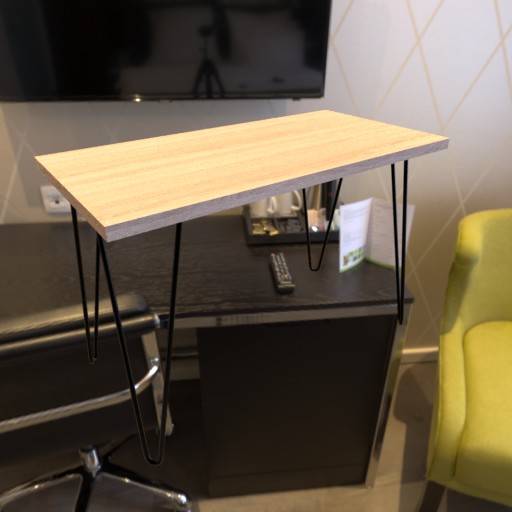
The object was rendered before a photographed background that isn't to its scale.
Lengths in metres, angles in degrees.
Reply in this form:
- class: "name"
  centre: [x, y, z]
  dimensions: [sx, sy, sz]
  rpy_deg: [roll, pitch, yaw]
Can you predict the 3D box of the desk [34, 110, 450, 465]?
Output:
- class: "desk"
  centre: [0.000, 0.000, 1.332]
  dimensions: [0.991, 0.660, 0.499]
  rpy_deg: [-20, 35, -31]
